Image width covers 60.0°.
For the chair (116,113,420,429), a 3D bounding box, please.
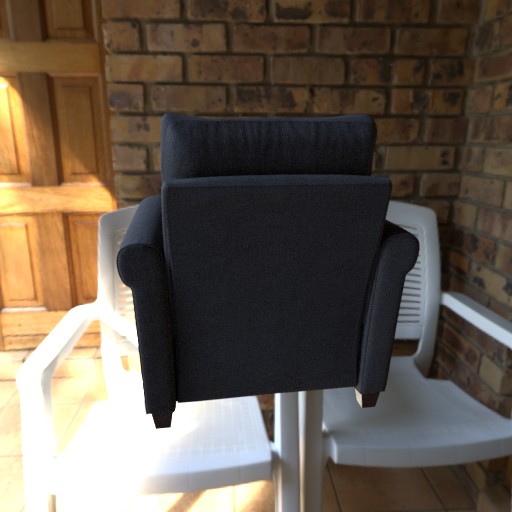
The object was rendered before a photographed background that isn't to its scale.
[{"bbox_3d":[0.000,0.000,1.576,0.867,0.942,0.828,-2,15,-9],"label":"chair"}]
